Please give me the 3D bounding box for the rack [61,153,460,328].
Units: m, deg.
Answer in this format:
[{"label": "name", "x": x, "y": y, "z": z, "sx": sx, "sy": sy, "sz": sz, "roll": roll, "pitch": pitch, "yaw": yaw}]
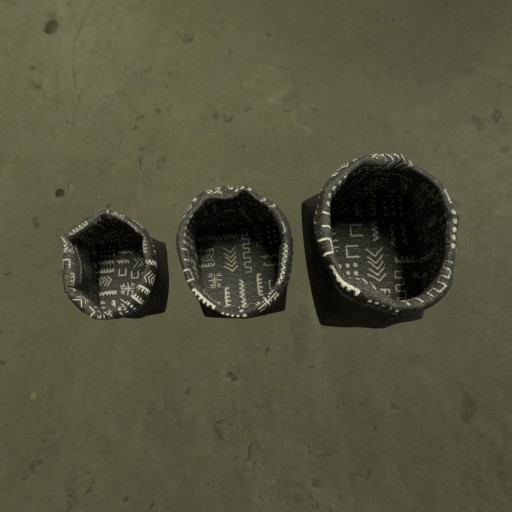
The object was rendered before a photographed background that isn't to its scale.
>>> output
[{"label": "rack", "x": 0.000, "y": 0.000, "z": 1.073, "sx": 0.905, "sy": 0.323, "sz": 0.379, "roll": -5, "pitch": 75, "yaw": -1}]
